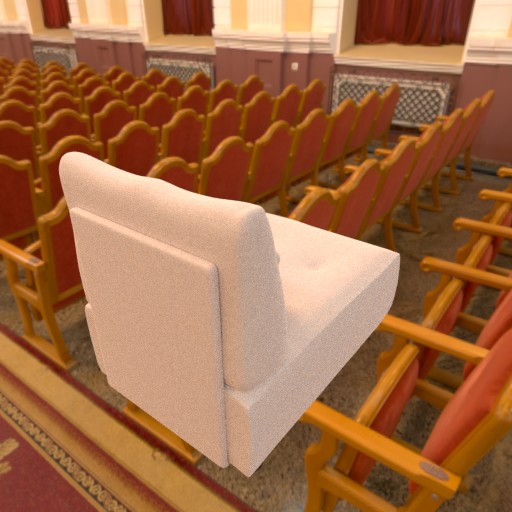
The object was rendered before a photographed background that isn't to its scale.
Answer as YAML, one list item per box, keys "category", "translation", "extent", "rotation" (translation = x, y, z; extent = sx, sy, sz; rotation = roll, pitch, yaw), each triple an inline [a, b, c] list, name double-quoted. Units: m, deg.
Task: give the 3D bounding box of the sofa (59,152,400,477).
- category: "sofa"
  translation: [0.000, 0.000, 1.552]
  extent: [0.700, 0.820, 1.000]
  rotation: [21, 35, 32]
